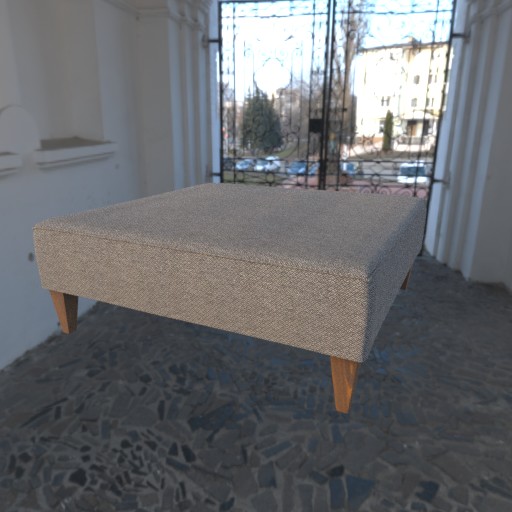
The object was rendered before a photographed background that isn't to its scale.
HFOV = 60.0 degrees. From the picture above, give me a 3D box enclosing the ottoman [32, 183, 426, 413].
[{"bbox_3d":[0.000,0.000,1.517,0.981,0.378,0.970,8,19,25],"label":"ottoman"}]
